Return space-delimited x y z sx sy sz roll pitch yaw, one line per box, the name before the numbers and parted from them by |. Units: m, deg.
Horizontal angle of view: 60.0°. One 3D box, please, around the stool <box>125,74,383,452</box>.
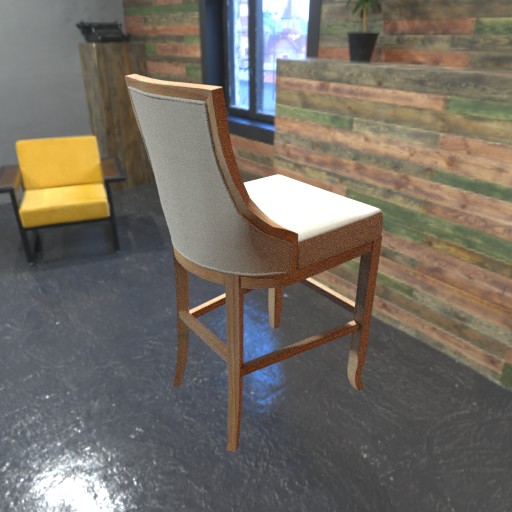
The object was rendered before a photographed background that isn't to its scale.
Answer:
stool | 0.000 0.000 1.446 0.626 1.101 0.524 -19 32 -33
